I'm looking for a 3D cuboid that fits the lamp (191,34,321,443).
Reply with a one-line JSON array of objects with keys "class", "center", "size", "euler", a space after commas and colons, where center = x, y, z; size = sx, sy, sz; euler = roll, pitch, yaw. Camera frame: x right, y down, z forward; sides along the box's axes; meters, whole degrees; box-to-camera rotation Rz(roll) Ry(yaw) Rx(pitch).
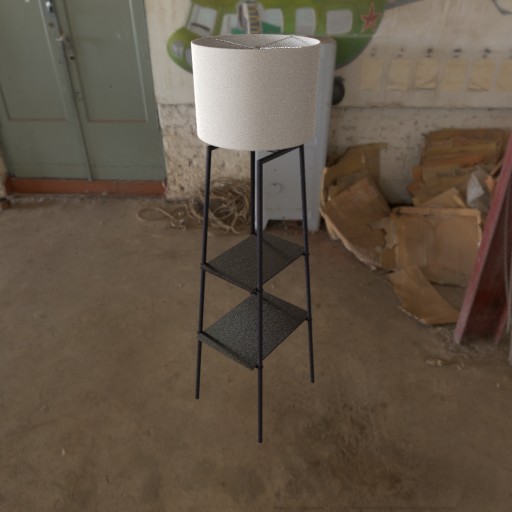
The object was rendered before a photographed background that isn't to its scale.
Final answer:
[{"class": "lamp", "center": [0.000, 0.000, 1.679], "size": [0.384, 1.474, 0.427], "euler": [23, 38, 32]}]
